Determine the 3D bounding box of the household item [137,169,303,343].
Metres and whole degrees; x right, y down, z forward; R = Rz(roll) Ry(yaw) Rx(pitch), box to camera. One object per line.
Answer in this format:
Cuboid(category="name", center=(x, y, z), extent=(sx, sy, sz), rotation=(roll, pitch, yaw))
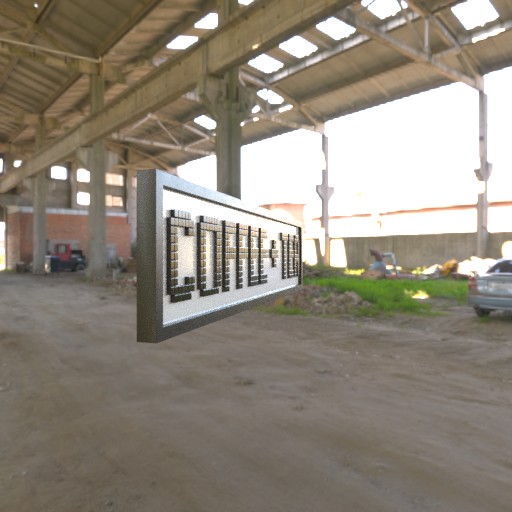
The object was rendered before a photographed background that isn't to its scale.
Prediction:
Cuboid(category="household item", center=(0.000, 0.000, 1.079), extent=(0.030, 0.236, 1.001), rotation=(0, 0, 17))
